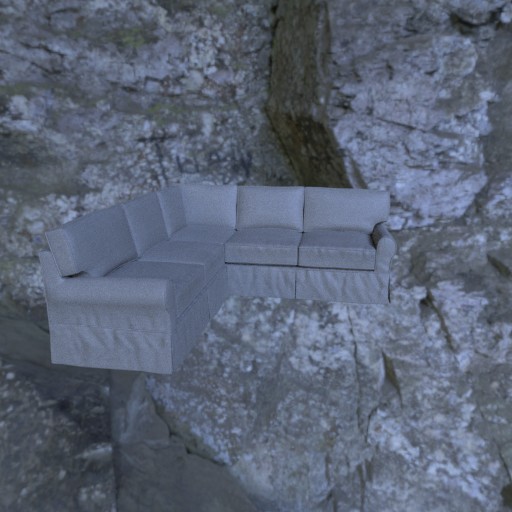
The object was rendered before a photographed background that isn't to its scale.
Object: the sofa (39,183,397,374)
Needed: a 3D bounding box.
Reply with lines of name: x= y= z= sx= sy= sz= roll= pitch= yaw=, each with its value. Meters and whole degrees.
sofa: x=0.000 y=0.000 z=4.109 sx=2.623 sy=1.081 sz=2.618 roll=3 pitch=15 yaw=9
